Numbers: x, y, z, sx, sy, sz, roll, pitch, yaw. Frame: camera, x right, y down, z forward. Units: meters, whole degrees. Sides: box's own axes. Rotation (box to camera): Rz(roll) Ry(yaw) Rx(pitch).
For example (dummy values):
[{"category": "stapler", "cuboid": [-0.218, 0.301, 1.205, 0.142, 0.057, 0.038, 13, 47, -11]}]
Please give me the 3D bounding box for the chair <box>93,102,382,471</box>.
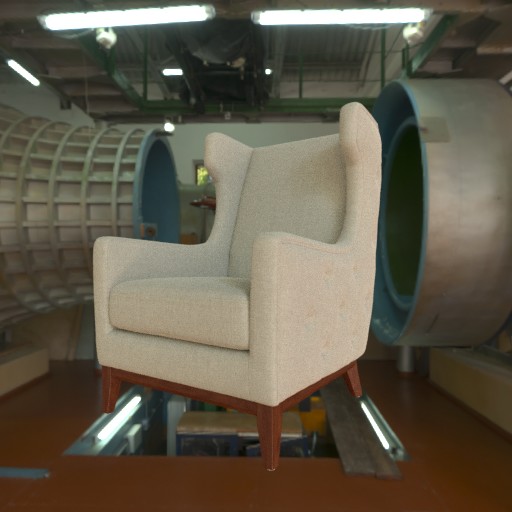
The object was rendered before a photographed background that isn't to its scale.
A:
[{"category": "chair", "cuboid": [0.000, 0.000, 1.641, 0.778, 1.079, 0.899, 0, 0, 36]}]
